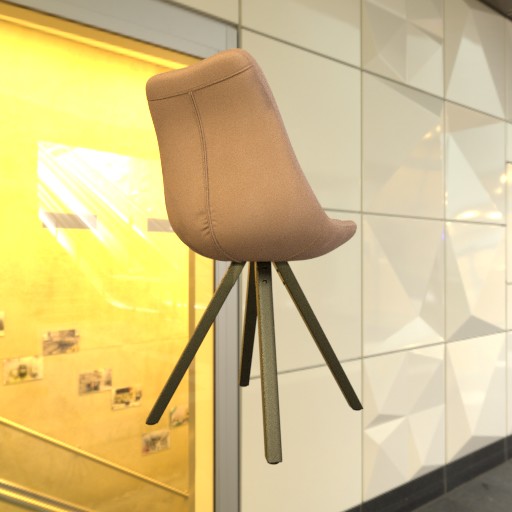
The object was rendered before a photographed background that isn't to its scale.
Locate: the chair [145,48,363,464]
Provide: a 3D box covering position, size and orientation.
[{"bbox_3d":[0.000,0.000,1.201,0.483,0.865,0.547,0,-1,35],"label":"chair"}]
